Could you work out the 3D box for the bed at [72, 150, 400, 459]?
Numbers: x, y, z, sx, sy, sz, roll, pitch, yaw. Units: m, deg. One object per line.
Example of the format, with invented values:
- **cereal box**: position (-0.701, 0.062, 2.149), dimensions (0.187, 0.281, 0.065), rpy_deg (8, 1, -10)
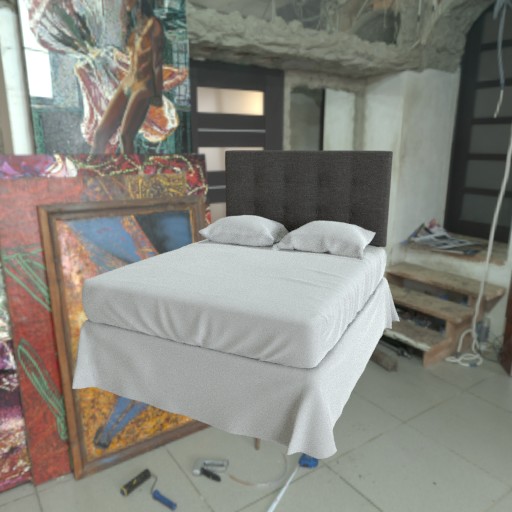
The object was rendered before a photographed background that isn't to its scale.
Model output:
- **bed**: position (0.000, 0.000, 3.425), dimensions (1.936, 1.577, 2.222), rpy_deg (7, 15, 25)
